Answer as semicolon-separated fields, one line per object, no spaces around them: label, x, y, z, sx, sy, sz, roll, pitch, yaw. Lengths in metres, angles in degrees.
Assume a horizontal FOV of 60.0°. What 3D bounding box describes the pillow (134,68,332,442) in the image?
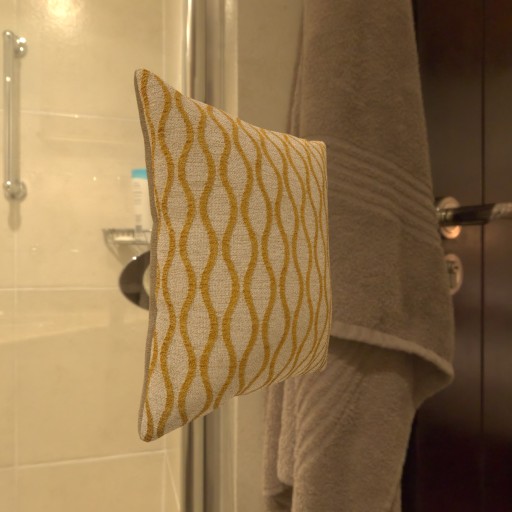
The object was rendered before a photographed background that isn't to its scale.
pillow;0.000;0.000;0.670;0.159;0.436;0.429;0;0;37
